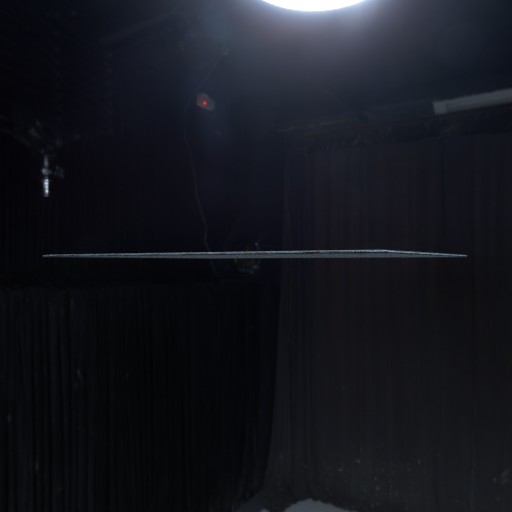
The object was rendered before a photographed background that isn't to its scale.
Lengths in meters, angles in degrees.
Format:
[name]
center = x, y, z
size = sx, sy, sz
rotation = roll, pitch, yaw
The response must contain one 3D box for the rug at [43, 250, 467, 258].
[rug]
center = 0.000, 0.000, 2.822
size = 2.207, 0.014, 1.567
rotation = 0, -1, 35
